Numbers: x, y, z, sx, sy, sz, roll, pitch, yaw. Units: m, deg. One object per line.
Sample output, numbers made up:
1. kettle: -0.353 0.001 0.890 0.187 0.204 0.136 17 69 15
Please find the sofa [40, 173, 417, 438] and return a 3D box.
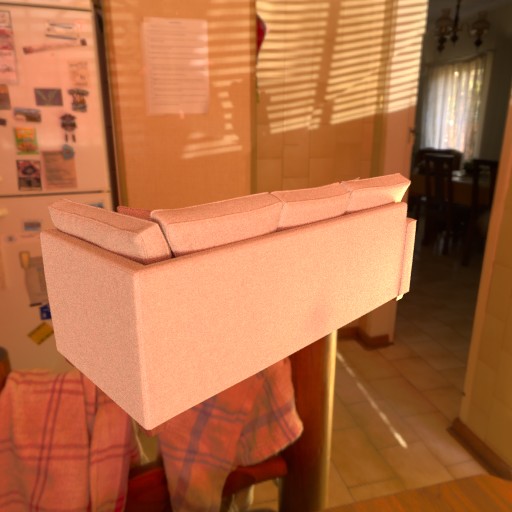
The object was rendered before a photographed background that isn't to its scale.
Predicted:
1. sofa: 0.000 0.000 2.872 1.061 0.962 2.317 16 23 43
